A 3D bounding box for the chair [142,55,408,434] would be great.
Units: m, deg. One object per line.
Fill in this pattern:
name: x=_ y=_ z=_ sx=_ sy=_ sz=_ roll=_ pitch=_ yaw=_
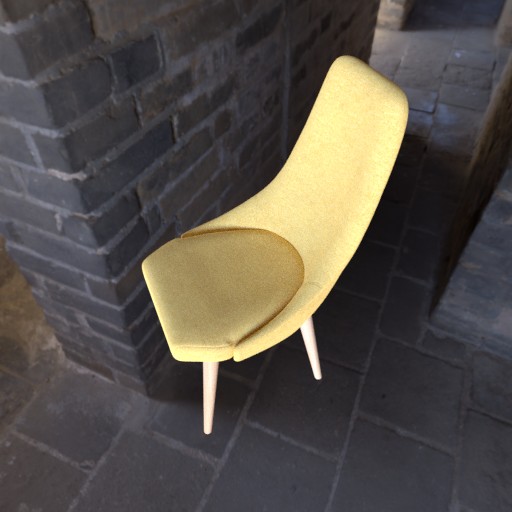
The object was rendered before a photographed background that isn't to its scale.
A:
chair: x=0.000 y=0.000 z=1.364 sx=0.660 sy=1.040 sz=0.510 roll=-18 pitch=48 yaw=-16
